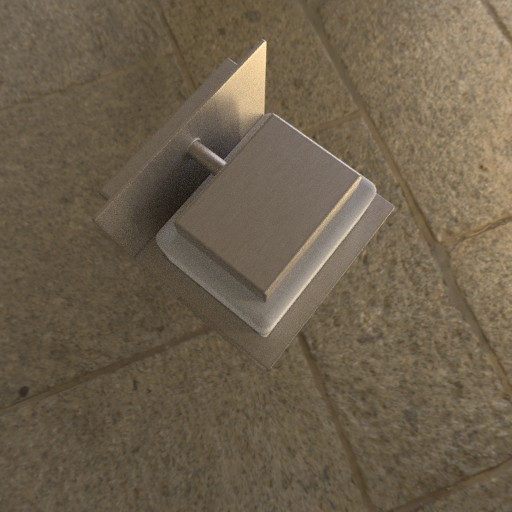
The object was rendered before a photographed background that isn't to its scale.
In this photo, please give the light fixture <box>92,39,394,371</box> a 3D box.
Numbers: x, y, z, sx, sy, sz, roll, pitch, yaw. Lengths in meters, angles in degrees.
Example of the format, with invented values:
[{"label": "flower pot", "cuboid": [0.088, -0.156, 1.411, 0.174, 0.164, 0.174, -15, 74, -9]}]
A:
[{"label": "light fixture", "cuboid": [0.000, 0.000, 0.460, 0.160, 0.380, 0.168, 38, 78, 9]}]
